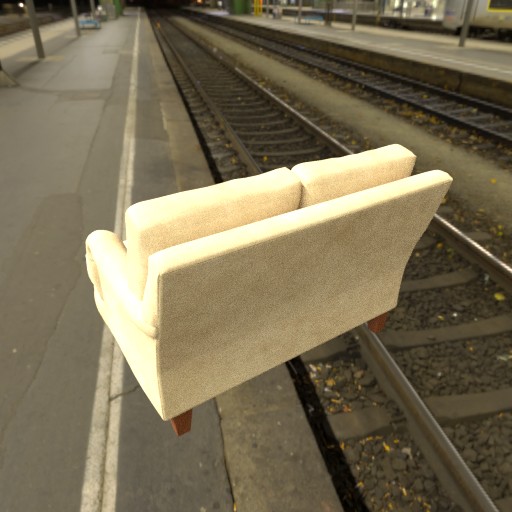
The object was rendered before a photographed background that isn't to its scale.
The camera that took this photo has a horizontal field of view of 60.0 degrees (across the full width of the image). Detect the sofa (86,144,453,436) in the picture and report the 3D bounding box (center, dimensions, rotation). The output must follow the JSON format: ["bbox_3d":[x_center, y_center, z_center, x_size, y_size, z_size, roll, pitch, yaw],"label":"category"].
[{"bbox_3d":[0.000,0.000,2.263,1.498,1.087,1.086,-19,35,-29],"label":"sofa"}]
